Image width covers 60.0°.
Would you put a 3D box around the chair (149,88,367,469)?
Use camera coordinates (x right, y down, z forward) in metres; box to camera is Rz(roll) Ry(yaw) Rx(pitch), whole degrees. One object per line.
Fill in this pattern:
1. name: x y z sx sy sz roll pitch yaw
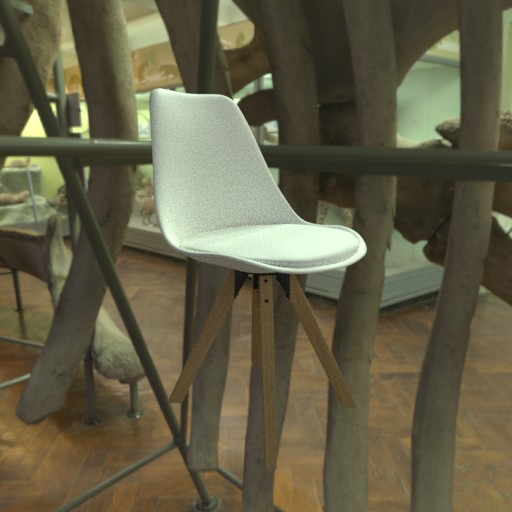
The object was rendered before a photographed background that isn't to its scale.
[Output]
1. chair: 0.000 0.000 1.160 0.550 0.849 0.485 13 19 42
